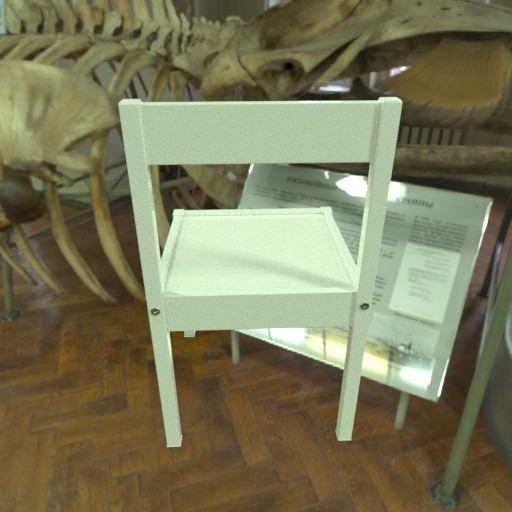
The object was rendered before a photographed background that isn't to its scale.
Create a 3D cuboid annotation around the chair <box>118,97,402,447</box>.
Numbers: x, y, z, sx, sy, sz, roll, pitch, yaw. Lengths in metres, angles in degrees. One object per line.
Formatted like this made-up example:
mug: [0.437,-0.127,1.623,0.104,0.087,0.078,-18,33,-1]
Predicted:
chair: [0.000,0.000,0.684,0.285,0.505,0.285,-1,29,-2]
